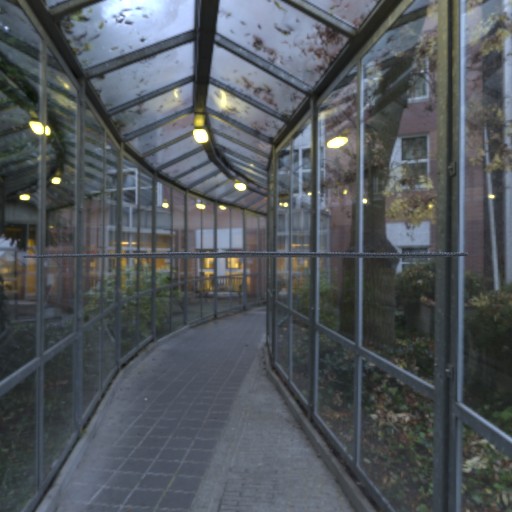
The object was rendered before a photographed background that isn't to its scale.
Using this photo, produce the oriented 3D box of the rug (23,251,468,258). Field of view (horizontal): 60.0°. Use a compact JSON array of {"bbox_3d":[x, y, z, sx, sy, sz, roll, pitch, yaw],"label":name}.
[{"bbox_3d":[0.000,0.000,2.210,1.789,0.021,1.159,0,-1,19],"label":"rug"}]
